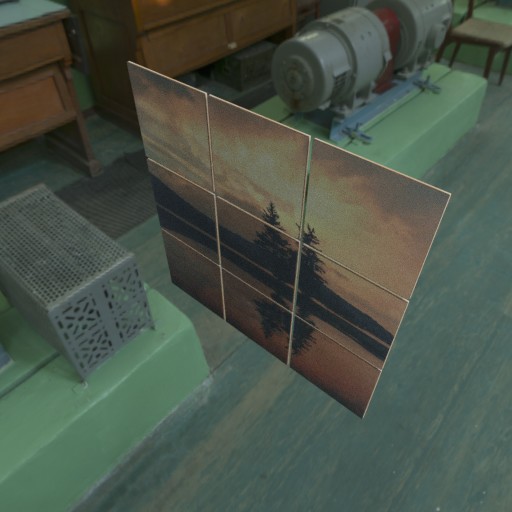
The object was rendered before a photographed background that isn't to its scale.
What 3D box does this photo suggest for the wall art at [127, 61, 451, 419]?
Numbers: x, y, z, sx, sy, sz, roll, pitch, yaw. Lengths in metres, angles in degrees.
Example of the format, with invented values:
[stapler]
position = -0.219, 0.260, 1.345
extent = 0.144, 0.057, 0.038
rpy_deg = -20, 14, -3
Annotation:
[wall art]
position = 0.000, 0.000, 1.769
extent = 1.216, 1.218, 0.013
rpy_deg = 31, 53, 27
